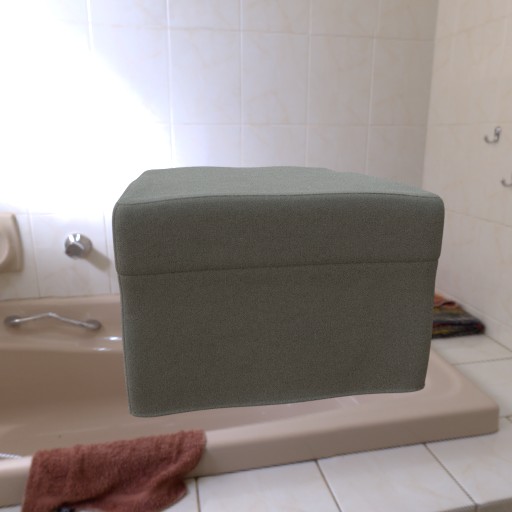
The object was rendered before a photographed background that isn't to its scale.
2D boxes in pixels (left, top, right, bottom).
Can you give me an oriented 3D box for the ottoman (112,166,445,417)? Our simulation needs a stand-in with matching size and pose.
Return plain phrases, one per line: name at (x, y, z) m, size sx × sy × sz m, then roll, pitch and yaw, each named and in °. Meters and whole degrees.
ottoman at (0.000, 0.000, 1.253) m, size 0.648 × 0.461 × 0.833 m, roll -2°, pitch 15°, yaw -9°
